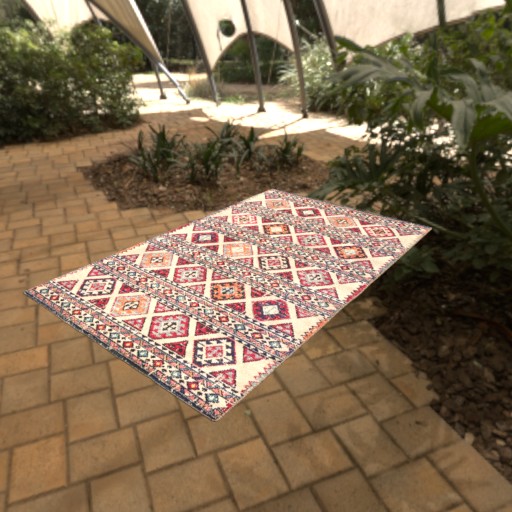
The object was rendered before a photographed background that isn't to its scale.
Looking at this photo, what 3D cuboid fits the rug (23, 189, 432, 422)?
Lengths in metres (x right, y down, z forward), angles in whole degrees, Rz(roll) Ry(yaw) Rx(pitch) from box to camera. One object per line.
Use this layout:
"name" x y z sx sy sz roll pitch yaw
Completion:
"rug" 0.000 0.000 2.991 1.545 0.010 2.440 20 33 34
